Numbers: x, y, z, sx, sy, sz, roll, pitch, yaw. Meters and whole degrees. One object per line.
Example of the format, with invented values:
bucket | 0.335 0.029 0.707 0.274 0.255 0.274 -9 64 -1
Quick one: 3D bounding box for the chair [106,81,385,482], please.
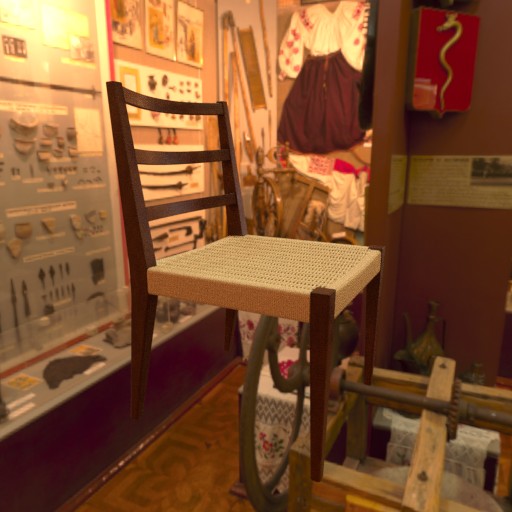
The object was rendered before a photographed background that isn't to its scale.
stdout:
chair | 0.000 0.000 1.135 0.551 0.813 0.480 7 15 27
